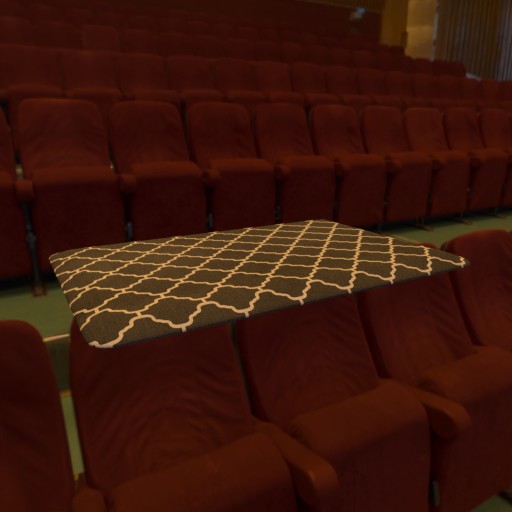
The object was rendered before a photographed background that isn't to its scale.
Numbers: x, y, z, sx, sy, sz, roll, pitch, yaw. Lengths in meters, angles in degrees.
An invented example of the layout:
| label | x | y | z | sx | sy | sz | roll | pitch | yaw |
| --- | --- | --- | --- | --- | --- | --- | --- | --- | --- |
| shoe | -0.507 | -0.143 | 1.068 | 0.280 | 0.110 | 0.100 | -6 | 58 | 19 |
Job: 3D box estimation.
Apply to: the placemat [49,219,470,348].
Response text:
| label | x | y | z | sx | sy | sz | roll | pitch | yaw |
| --- | --- | --- | --- | --- | --- | --- | --- | --- | --- |
| placemat | 0.000 | 0.000 | 0.937 | 0.762 | 0.021 | 0.508 | -9 | 18 | -29 |
